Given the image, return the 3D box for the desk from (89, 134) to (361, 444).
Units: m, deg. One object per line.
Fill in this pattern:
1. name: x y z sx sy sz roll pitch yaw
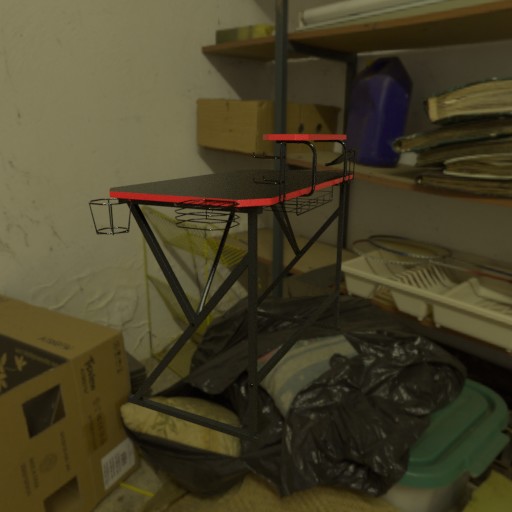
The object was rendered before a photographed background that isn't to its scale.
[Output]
1. desk: 0.000 0.000 1.730 0.588 0.913 1.280 7 17 25
